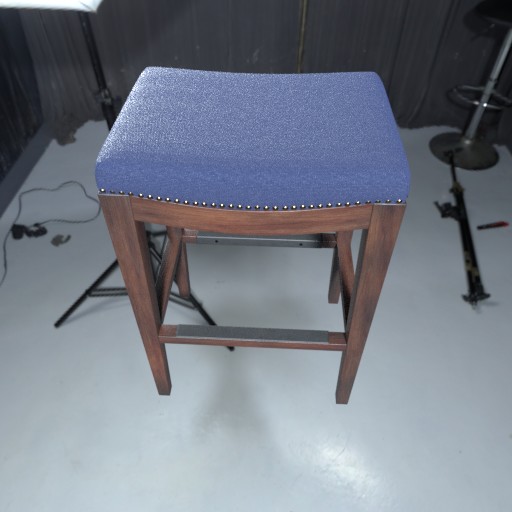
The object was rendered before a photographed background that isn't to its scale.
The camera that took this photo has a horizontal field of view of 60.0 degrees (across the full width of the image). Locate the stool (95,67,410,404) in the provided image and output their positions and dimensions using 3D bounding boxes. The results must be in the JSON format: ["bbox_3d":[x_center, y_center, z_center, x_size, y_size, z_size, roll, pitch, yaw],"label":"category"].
[{"bbox_3d":[0.000,0.000,1.027,0.498,0.740,0.358,2,47,2],"label":"stool"}]
